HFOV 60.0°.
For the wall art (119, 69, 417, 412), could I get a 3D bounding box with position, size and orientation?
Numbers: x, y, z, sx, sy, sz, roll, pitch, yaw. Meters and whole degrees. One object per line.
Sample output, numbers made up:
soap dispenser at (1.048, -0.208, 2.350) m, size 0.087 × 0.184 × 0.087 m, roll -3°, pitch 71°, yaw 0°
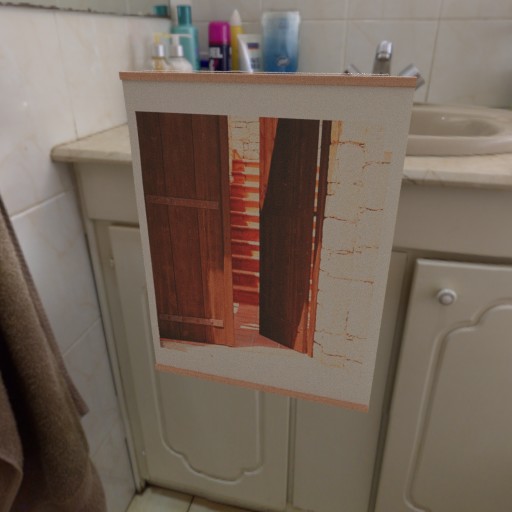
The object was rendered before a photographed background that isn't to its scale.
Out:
wall art at (0.000, 0.000, 1.315) m, size 0.758 × 1.013 × 0.020 m, roll 7°, pitch 27°, yaw 14°
